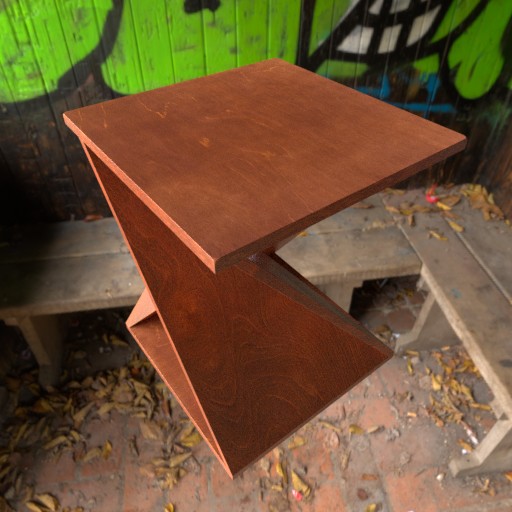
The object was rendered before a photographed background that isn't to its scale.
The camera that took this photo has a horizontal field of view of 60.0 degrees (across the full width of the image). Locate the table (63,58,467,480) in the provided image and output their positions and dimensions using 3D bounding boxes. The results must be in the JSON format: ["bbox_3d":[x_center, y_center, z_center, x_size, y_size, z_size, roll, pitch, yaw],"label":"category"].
[{"bbox_3d":[0.000,0.000,0.826,0.427,0.520,0.427,-27,48,-27],"label":"table"}]
